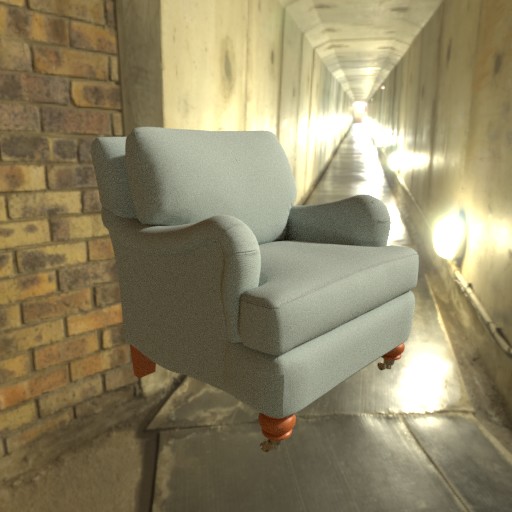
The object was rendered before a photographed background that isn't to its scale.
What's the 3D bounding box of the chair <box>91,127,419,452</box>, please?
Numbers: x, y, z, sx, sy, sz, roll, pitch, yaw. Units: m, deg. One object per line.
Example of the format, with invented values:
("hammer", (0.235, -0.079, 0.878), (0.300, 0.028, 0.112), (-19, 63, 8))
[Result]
("chair", (0.000, 0.000, 1.861), (1.070, 1.038, 0.955), (13, 19, 43))
